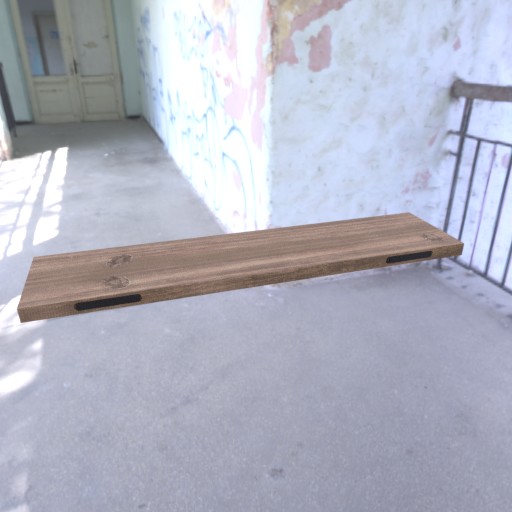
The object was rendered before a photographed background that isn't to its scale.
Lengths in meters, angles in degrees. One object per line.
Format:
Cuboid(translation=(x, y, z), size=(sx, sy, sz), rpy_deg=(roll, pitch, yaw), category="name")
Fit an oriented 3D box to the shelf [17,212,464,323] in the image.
Cuboid(translation=(0.000, 0.000, 0.646), size=(0.610, 0.020, 0.140), rpy_deg=(-8, 27, -15), category="shelf")
